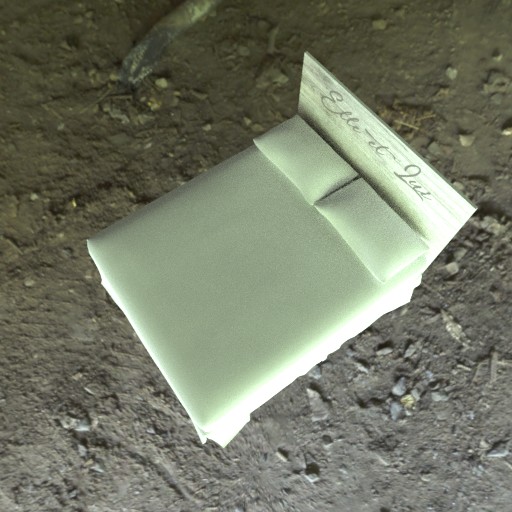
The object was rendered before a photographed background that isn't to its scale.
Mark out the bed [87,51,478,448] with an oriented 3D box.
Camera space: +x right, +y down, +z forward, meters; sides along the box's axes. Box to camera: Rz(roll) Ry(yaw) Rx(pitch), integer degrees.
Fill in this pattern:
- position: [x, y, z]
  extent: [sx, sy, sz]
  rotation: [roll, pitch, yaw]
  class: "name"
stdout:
- position: [0.000, 0.000, 3.187]
  extent: [2.094, 1.335, 1.745]
  rotation: [-33, 69, -15]
  class: "bed"
